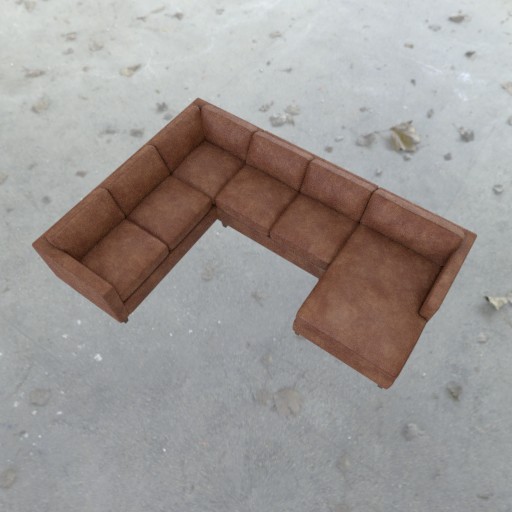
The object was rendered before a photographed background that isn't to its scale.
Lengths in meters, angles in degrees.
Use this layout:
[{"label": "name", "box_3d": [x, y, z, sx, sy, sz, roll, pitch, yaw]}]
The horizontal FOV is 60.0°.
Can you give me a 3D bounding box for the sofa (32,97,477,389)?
[{"label": "sofa", "box_3d": [0.000, 0.000, 4.329, 3.324, 0.888, 2.452, 31, 64, 17]}]
